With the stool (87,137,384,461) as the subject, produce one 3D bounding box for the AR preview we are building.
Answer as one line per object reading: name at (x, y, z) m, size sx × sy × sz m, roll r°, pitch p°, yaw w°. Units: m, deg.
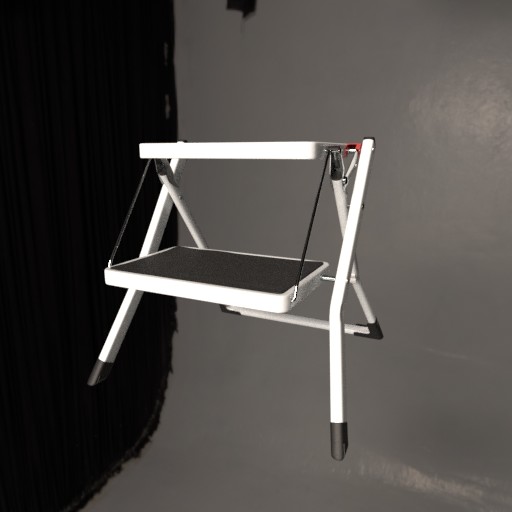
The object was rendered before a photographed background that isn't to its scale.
stool at (0.000, 0.000, 0.862) m, size 0.485 × 0.445 × 0.490 m, roll 6°, pitch 15°, yaw 25°
